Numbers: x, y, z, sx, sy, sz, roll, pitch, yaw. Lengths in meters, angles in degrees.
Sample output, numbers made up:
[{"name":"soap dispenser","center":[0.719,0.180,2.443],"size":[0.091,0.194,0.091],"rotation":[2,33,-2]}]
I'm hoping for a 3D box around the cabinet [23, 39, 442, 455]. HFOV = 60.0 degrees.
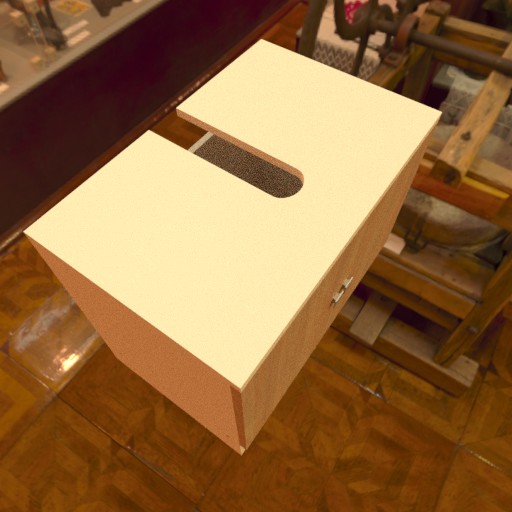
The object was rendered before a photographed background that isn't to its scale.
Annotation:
[{"name":"cabinet","center":[0.000,0.000,0.929],"size":[0.400,0.522,0.600],"rotation":[31,62,18]}]
